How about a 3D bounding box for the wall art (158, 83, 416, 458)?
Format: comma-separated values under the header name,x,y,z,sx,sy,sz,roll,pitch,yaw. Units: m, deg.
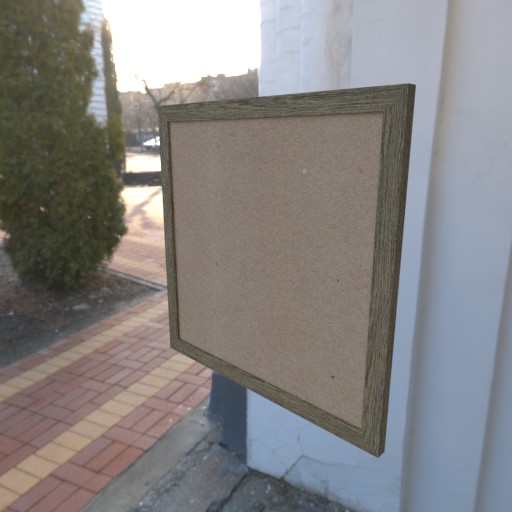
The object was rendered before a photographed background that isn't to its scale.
name,x,y,z,sx,sy,sz,roll,pitch,yaw
wall art,0.000,0.000,0.753,0.508,0.508,0.019,14,20,42
